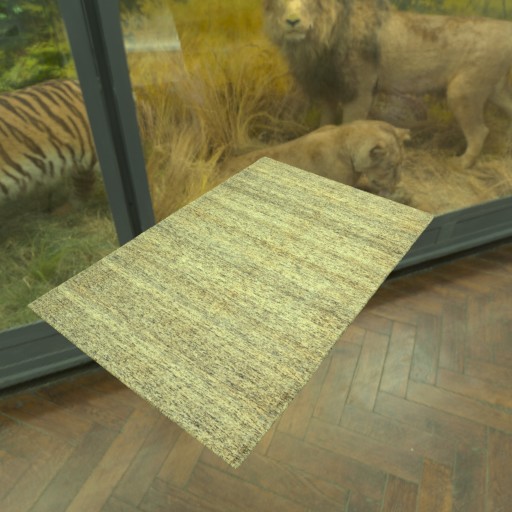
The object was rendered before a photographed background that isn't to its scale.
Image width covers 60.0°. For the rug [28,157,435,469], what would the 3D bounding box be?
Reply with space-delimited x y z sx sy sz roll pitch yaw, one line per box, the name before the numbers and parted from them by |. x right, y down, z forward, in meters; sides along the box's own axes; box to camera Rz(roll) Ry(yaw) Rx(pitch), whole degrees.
rug | 0.000 0.000 2.304 1.243 0.014 1.846 26 46 28
